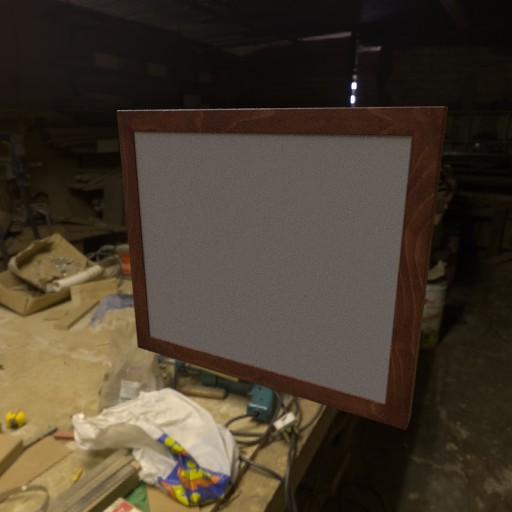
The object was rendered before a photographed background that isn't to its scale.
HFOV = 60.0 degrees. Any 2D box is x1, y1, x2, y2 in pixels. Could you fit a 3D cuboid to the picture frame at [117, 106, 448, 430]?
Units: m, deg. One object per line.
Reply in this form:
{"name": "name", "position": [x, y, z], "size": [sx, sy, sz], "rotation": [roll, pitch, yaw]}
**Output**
{"name": "picture frame", "position": [0.000, 0.000, 0.525], "size": [0.381, 0.330, 0.025], "rotation": [9, 19, 27]}
